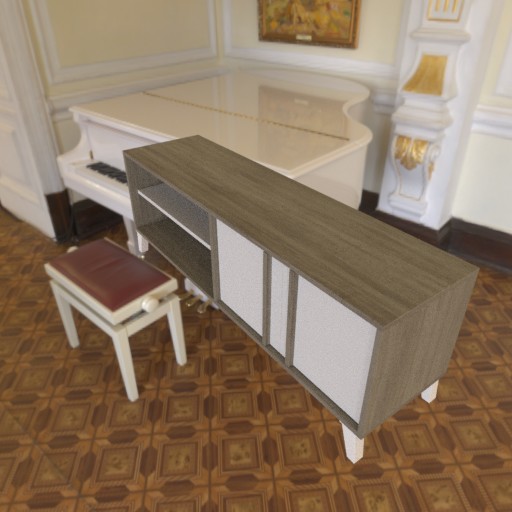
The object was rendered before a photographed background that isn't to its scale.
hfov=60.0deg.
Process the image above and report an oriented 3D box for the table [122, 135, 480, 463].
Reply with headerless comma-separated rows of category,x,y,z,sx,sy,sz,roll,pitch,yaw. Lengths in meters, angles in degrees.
table,0.000,0.000,1.754,0.400,0.530,1.500,-22,38,-30
